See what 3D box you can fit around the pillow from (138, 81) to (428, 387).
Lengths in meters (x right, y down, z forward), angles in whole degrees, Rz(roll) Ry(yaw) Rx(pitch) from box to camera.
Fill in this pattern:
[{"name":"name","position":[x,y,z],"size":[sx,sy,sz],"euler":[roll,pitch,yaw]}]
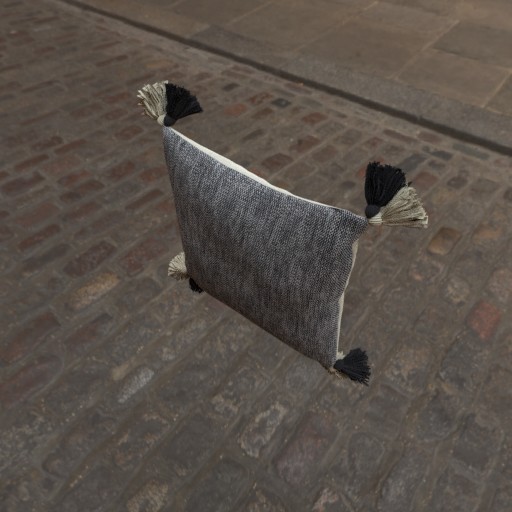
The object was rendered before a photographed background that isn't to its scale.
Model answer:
[{"name":"pillow","position":[0.000,0.000,0.992],"size":[0.654,0.659,0.170],"euler":[30,55,24]}]
